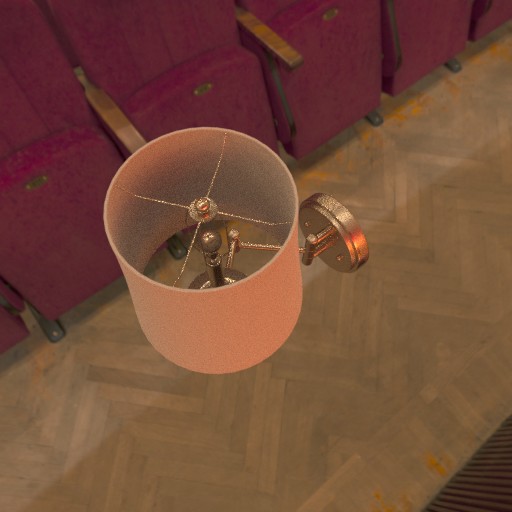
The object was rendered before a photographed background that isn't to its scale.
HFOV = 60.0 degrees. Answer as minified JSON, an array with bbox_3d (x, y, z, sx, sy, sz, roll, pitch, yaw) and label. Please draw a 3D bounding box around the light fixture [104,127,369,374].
[{"bbox_3d":[0.000,0.000,0.589,0.348,0.381,0.223,-35,69,-16],"label":"light fixture"}]
